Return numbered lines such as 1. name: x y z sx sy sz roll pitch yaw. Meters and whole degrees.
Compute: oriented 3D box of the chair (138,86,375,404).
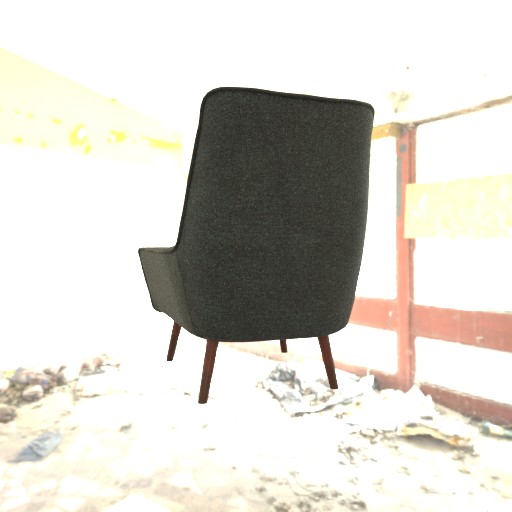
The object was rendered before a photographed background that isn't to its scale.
1. chair: 0.000 0.000 1.559 0.763 0.883 0.859 0 1 -18
